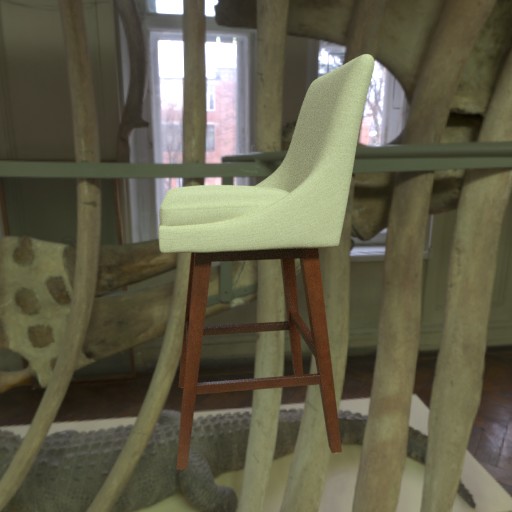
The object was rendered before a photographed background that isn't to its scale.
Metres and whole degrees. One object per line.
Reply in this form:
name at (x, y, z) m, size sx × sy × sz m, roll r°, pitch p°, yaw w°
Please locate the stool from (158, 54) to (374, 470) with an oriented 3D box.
stool at (0.000, 0.000, 1.362) m, size 0.559 × 1.097 × 0.470 m, roll -2°, pitch 14°, yaw -9°
